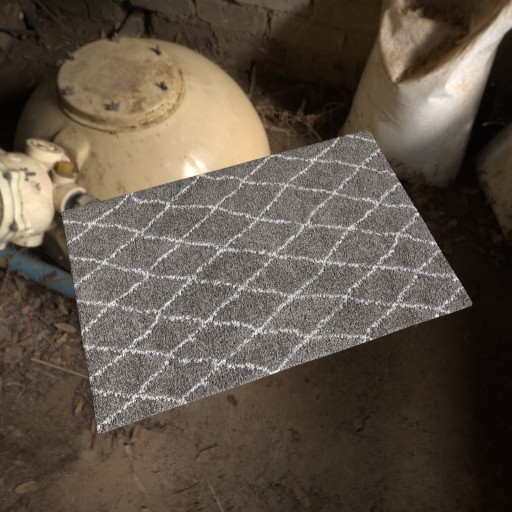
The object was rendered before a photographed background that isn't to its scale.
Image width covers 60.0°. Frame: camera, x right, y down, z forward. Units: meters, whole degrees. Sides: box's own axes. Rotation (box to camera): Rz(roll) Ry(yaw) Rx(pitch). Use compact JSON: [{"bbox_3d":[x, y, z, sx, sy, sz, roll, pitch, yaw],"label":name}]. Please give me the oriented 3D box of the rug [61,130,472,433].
[{"bbox_3d":[0.000,0.000,3.417,2.743,0.030,1.778,-17,64,-8],"label":"rug"}]
